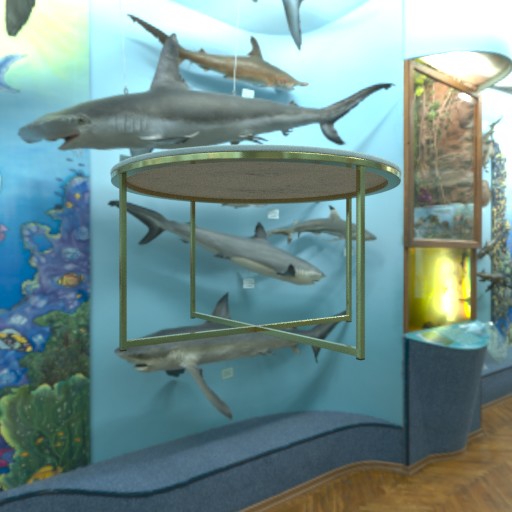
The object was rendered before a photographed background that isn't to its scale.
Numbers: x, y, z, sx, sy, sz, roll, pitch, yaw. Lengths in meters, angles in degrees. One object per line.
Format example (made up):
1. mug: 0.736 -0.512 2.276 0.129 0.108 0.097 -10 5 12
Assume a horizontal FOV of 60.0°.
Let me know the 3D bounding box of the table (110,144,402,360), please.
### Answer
1. table: 0.000 0.000 1.282 0.800 0.450 0.800 0 0 0
